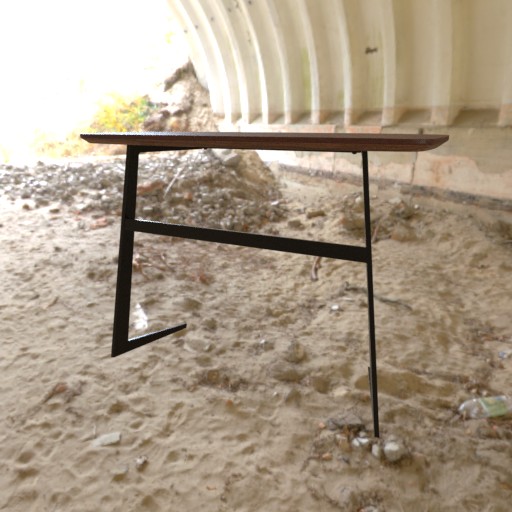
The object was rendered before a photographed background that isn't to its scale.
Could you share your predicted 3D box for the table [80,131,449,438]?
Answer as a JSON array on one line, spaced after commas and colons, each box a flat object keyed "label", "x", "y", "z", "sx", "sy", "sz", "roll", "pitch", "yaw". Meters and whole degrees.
[{"label": "table", "x": 0.000, "y": 0.000, "z": 1.085, "sx": 0.804, "sy": 0.576, "sz": 0.361, "roll": 8, "pitch": 19, "yaw": 26}]
